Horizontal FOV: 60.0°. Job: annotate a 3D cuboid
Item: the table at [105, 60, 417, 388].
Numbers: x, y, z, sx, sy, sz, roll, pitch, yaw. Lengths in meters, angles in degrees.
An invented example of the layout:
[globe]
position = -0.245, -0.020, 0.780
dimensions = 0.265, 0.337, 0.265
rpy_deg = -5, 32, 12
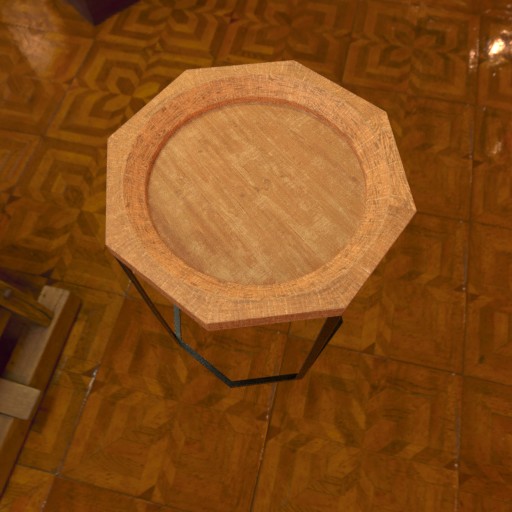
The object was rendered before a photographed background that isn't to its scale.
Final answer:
[table]
position = 0.000, 0.000, 0.856
dimensions = 0.437, 0.553, 0.437
rpy_deg = 14, 67, 6
